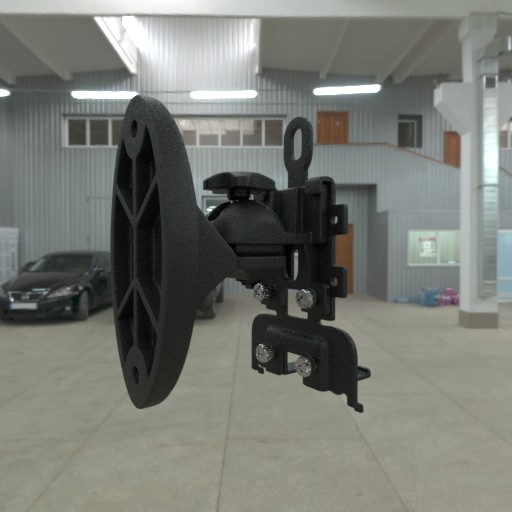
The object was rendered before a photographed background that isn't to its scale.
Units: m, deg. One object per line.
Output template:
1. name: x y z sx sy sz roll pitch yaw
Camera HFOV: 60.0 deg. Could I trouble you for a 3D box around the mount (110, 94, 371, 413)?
1. mount: 0.000 0.000 0.177 0.100 0.118 0.066 -1 2 -36
